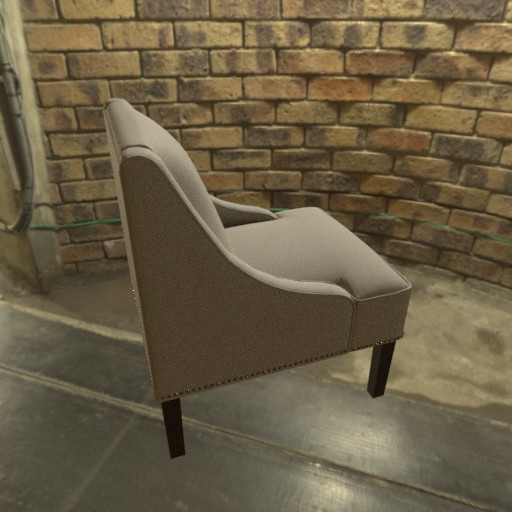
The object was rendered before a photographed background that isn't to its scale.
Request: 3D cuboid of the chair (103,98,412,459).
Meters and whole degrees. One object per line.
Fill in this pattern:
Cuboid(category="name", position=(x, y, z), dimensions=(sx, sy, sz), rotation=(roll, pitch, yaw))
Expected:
Cuboid(category="chair", position=(0.000, 0.000, 1.347), dimensions=(0.737, 0.864, 0.610), rotation=(-10, 31, -17))
